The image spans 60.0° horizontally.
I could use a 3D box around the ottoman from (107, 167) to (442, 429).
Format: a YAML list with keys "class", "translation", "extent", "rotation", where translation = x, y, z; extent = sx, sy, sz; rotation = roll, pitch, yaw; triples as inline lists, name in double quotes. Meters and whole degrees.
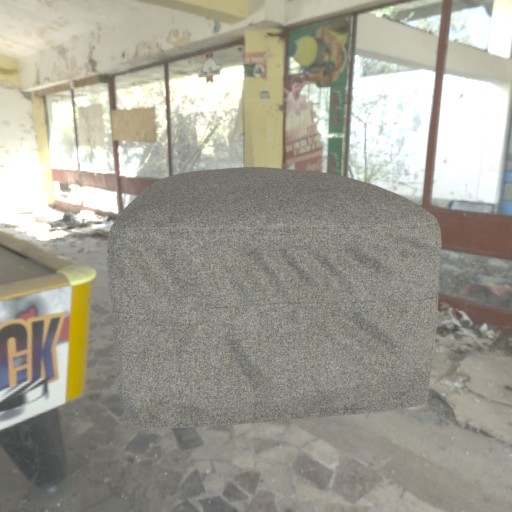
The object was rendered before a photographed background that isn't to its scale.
- class: "ottoman"
  translation: [0.000, 0.000, 1.232]
  extent: [0.683, 0.481, 0.837]
  rotation: [-2, 14, -8]
